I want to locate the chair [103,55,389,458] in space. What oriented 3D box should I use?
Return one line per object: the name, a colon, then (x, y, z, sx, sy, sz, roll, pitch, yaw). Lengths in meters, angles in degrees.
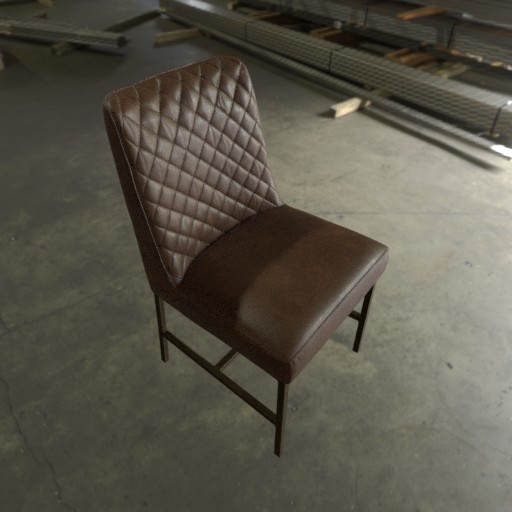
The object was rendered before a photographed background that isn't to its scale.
chair: (0.000, 0.000, 1.232, 0.587, 0.889, 0.508, 27, 47, 28)
